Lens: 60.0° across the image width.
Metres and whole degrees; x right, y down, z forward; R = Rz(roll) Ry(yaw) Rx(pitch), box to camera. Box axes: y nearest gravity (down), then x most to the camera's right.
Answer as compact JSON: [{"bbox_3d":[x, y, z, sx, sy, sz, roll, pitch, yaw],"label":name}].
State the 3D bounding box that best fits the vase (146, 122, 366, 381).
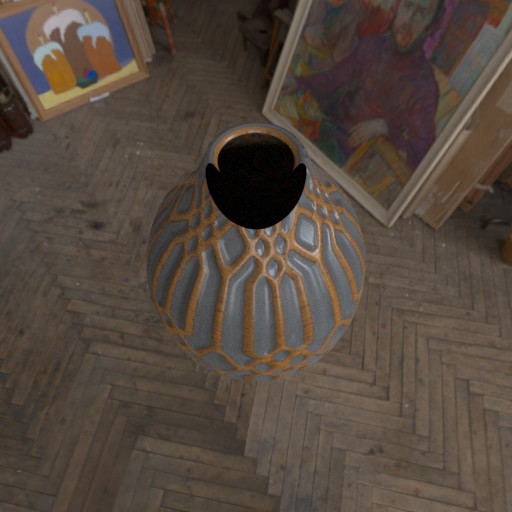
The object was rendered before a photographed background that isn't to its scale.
[{"bbox_3d":[0.000,0.000,0.139,0.069,0.088,0.069,0,59,0],"label":"vase"}]
